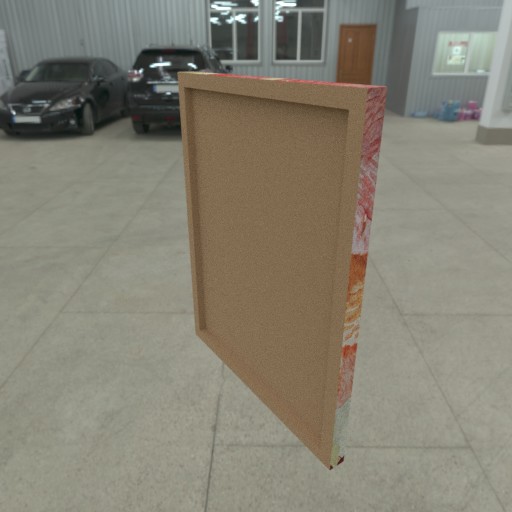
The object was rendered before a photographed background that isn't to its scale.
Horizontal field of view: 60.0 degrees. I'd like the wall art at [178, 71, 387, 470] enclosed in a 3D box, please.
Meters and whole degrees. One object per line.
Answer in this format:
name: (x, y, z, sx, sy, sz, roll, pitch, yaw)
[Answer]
wall art: (0.000, 0.000, 0.679, 0.028, 0.508, 0.406, -16, 29, -31)
